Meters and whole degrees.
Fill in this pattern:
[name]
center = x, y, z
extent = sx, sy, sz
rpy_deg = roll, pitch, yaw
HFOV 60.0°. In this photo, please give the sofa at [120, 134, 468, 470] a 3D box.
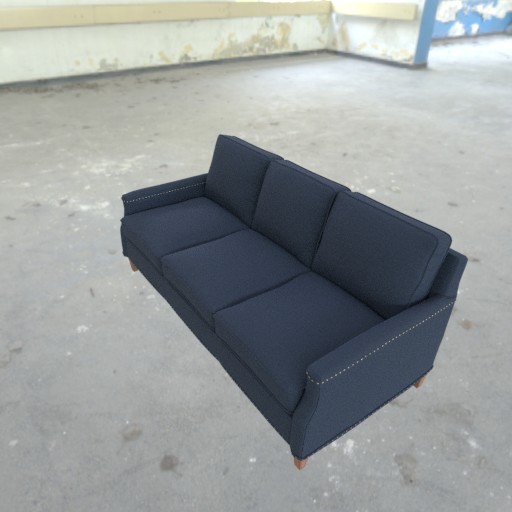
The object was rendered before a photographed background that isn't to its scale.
[sofa]
center = 0.000, 0.000, 2.867
extent = 1.084, 1.003, 2.246
rpy_deg = -20, 37, -29
